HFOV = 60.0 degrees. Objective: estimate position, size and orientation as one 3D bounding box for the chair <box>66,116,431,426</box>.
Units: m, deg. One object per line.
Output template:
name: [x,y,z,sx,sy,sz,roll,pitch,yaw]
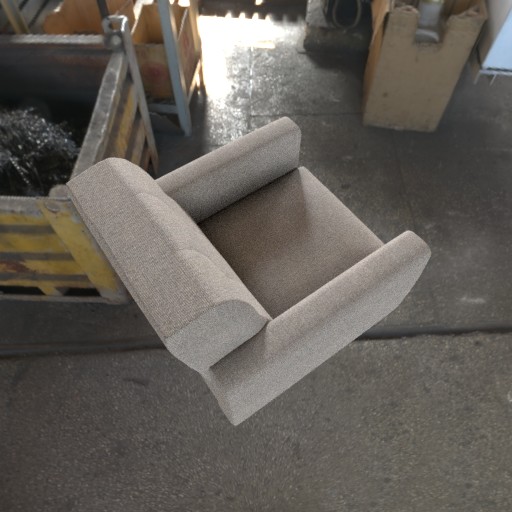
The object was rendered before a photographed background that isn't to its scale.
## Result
chair: [0.000,0.000,1.668,0.942,0.968,0.845,-32,64,-18]
